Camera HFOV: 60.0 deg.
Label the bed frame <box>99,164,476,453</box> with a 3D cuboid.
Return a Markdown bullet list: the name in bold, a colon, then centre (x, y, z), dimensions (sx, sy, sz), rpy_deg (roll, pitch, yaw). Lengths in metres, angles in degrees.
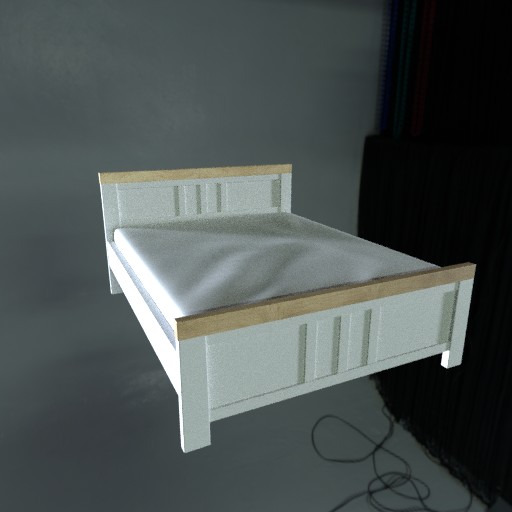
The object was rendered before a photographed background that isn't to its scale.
- **bed frame**: centre (0.000, 0.000, 2.980), dimensions (1.670, 0.980, 2.050), rpy_deg (-8, 19, -25)
